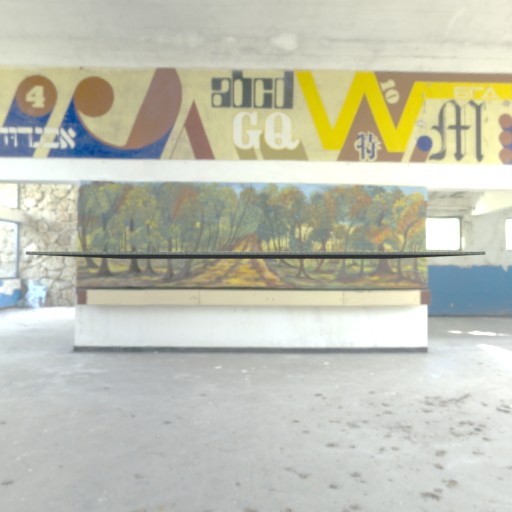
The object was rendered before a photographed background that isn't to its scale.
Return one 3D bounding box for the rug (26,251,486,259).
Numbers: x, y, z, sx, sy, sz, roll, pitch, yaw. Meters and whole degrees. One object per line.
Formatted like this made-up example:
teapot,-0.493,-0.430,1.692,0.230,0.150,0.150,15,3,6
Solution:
rug,0.000,0.000,2.367,1.829,0.014,1.235,0,-1,0
